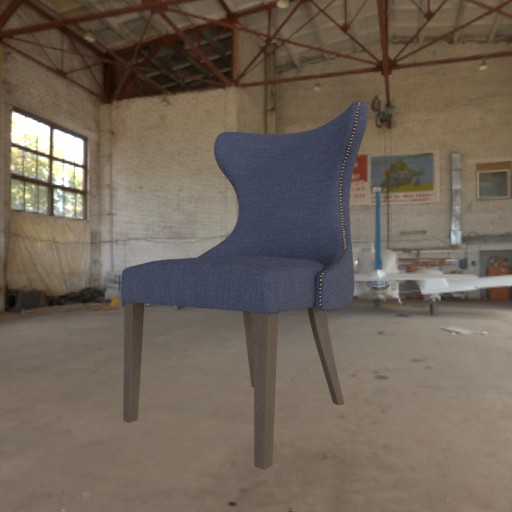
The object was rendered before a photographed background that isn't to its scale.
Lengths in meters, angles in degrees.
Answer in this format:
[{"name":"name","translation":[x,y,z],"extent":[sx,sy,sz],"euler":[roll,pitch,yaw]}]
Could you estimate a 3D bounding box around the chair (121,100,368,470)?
[{"name":"chair","translation":[0.000,0.000,1.393],"extent":[0.628,0.967,0.635],"euler":[-1,-2,37]}]
